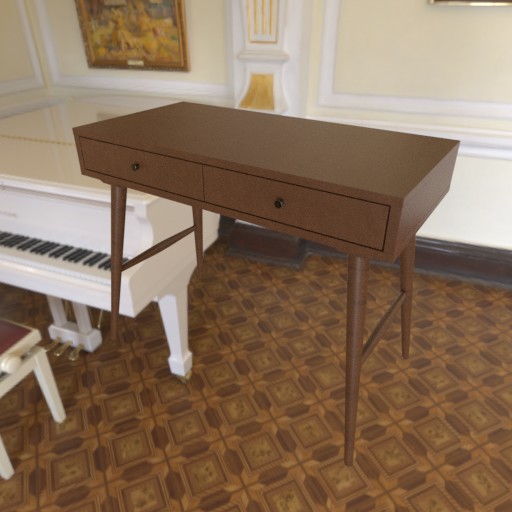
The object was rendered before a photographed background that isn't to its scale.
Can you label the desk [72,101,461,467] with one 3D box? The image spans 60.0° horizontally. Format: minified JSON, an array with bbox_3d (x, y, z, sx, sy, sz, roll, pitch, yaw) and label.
[{"bbox_3d":[0.000,0.000,1.386,0.949,0.758,0.510,18,34,29],"label":"desk"}]
